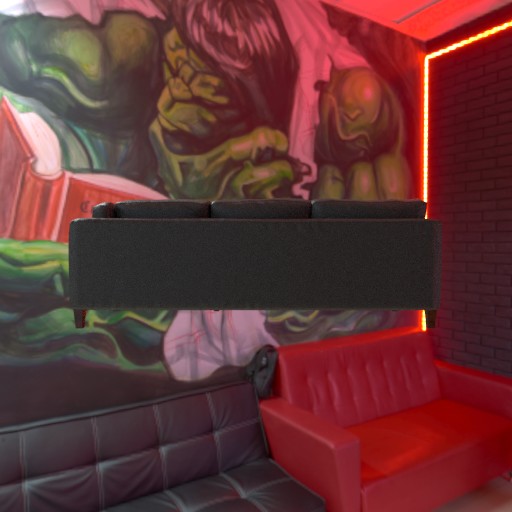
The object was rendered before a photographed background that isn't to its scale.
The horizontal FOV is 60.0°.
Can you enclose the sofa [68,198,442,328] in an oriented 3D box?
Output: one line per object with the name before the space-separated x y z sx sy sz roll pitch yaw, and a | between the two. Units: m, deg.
sofa | 0.000 0.000 4.719 2.593 0.923 3.460 0 1 0
